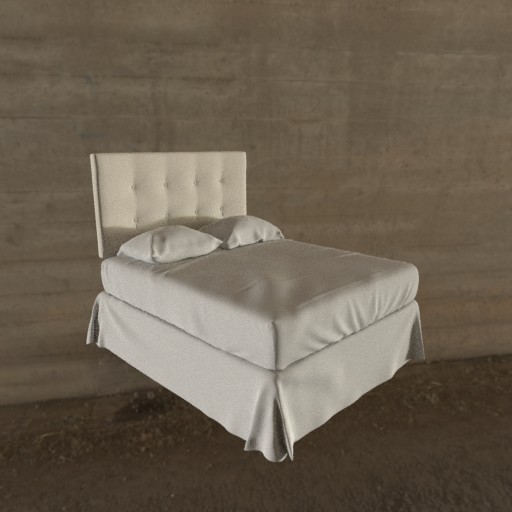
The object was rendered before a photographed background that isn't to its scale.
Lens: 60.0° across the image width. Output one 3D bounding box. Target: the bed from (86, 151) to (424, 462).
[{"bbox_3d":[0.000,0.000,3.495,2.222,1.577,1.936,14,20,43],"label":"bed"}]
